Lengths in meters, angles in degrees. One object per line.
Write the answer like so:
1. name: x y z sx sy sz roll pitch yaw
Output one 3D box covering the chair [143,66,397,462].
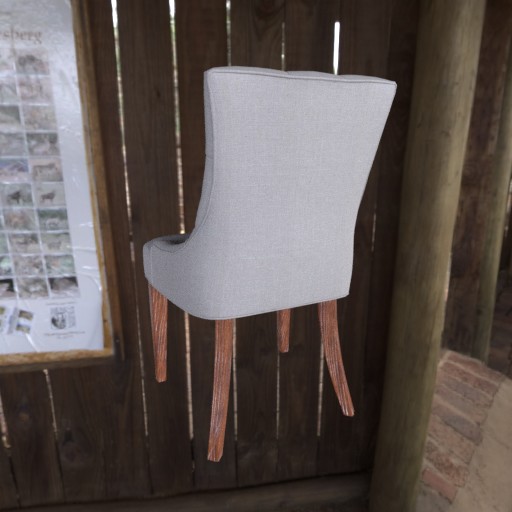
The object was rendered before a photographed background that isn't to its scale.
1. chair: 0.000 0.000 1.200 0.509 0.874 0.565 -7 17 -25
